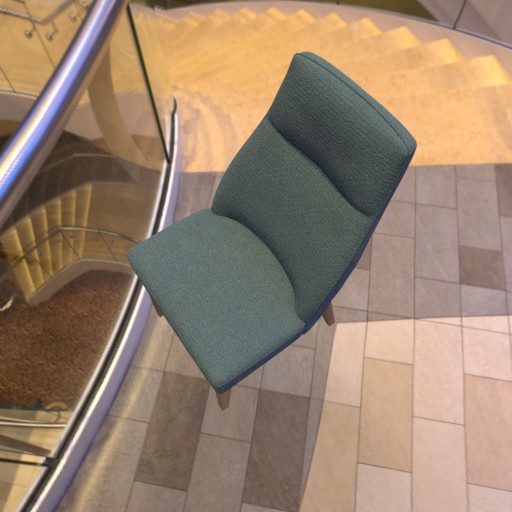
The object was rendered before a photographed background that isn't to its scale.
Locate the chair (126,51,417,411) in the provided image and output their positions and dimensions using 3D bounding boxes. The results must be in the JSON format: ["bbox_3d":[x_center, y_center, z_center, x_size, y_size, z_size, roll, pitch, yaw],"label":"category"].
[{"bbox_3d":[0.000,0.000,1.296,0.620,0.930,0.500,-33,67,-16],"label":"chair"}]
